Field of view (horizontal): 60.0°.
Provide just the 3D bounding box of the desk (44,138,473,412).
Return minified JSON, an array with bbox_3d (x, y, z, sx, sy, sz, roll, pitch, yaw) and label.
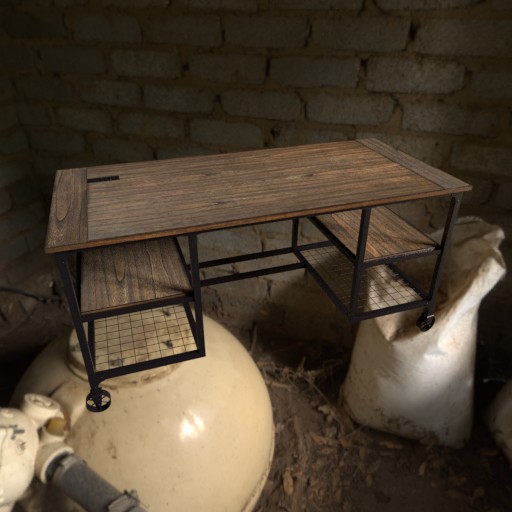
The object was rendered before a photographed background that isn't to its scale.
[{"bbox_3d":[0.000,0.000,2.008,1.590,0.751,0.711,-10,32,-16],"label":"desk"}]
